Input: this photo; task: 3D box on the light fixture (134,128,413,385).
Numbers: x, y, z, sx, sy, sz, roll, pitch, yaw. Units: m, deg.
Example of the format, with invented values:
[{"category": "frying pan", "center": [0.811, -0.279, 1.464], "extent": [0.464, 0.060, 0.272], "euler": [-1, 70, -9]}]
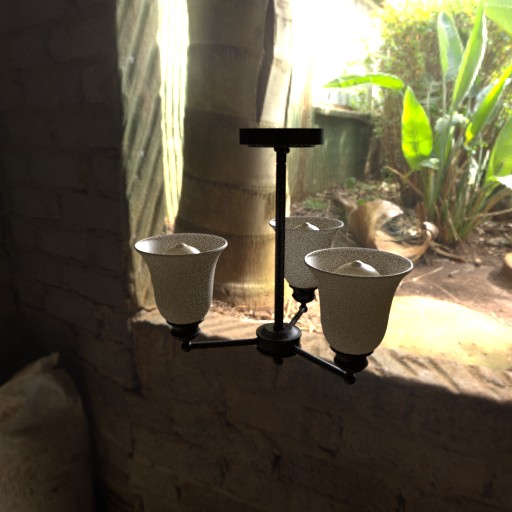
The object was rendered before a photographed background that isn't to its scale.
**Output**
[{"category": "light fixture", "center": [0.000, 0.000, 0.670], "extent": [0.354, 0.370, 0.388], "euler": [-2, 15, -8]}]
